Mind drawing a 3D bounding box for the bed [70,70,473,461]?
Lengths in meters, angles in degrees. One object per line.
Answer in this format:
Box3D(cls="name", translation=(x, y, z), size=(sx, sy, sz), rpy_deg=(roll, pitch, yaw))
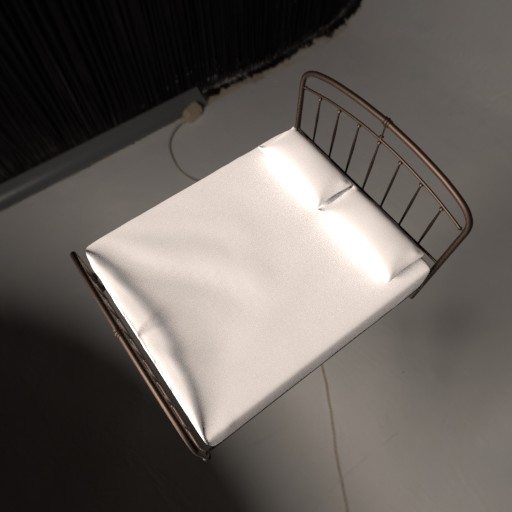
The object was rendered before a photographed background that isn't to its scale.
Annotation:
Box3D(cls="bed", translation=(0.000, 0.000, 3.204), size=(2.180, 1.425, 1.711), rpy_deg=(-33, 68, -16))
